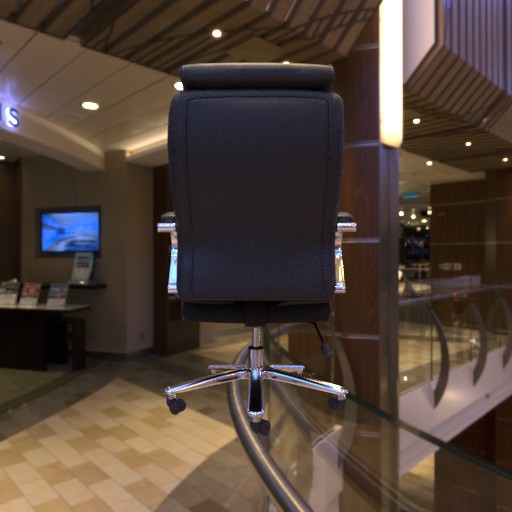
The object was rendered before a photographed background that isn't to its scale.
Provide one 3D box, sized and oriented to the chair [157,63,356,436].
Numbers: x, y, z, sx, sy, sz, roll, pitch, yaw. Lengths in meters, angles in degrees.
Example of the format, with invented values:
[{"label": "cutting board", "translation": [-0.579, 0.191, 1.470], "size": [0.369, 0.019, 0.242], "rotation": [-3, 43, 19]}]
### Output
[{"label": "chair", "translation": [0.000, 0.000, 1.721], "size": [0.755, 1.183, 0.790], "rotation": [0, 0, 0]}]
